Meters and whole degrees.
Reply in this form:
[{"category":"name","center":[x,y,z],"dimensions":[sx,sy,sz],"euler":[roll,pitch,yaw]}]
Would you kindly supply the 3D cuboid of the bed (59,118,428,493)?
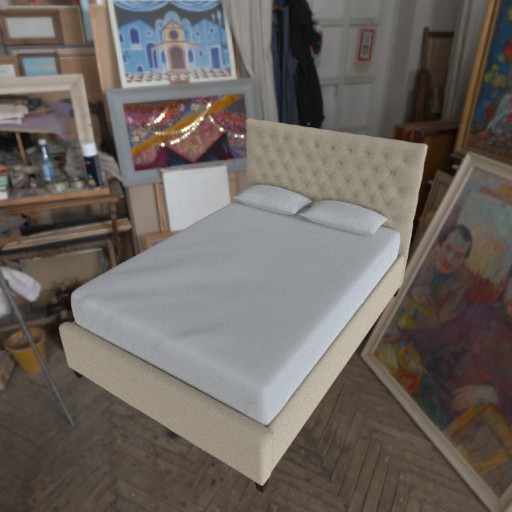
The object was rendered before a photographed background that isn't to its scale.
[{"category":"bed","center":[0.000,0.000,3.343],"dimensions":[1.698,1.427,2.387],"euler":[18,34,29]}]
